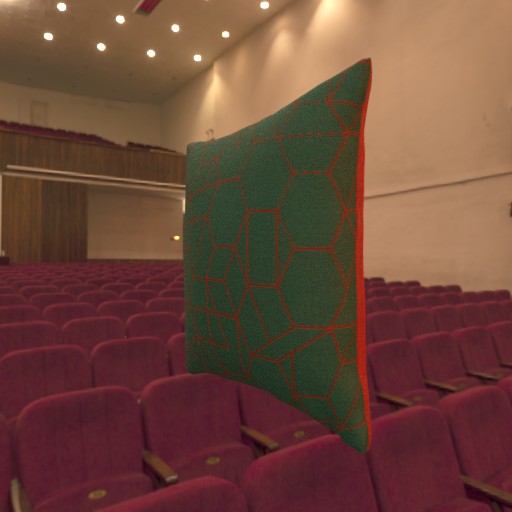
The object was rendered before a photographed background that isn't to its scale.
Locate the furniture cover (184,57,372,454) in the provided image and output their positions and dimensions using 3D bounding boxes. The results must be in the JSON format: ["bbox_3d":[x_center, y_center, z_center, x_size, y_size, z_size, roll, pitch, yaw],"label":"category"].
[{"bbox_3d":[0.000,0.000,0.775,0.158,0.508,0.517,1,-2,-35],"label":"furniture cover"}]
